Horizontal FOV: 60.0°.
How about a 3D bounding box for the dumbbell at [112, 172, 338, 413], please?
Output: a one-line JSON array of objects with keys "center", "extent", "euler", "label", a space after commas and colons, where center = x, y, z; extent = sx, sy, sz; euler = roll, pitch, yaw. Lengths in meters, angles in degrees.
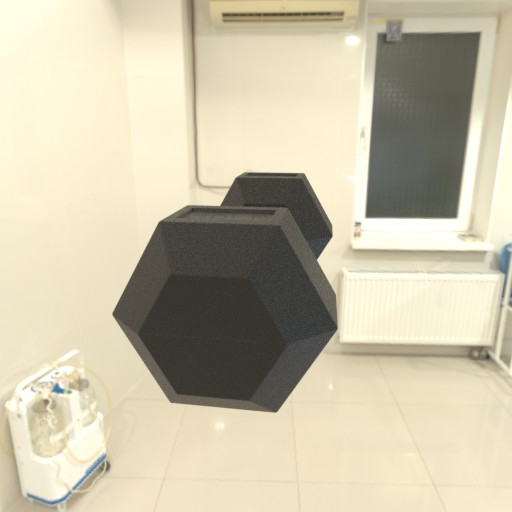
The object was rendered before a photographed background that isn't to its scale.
[{"center": [0.000, 0.000, 0.409], "extent": [0.142, 0.123, 0.337], "euler": [2, 17, 8], "label": "dumbbell"}]
